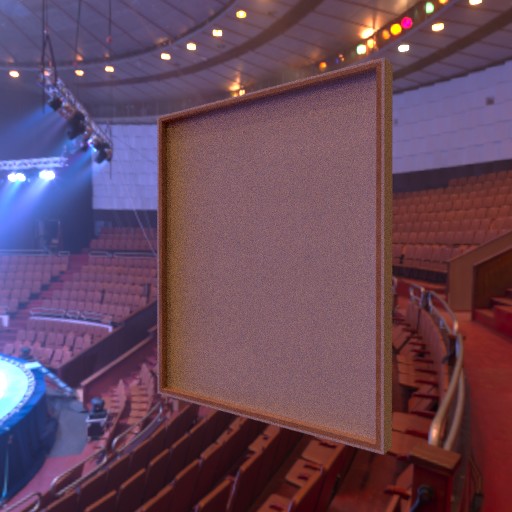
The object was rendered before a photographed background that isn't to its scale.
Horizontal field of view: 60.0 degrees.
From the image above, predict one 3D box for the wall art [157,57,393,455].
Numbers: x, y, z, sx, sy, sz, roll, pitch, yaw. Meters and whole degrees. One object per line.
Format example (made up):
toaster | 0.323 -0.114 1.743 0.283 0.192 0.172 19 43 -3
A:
wall art | 0.000 0.000 0.837 0.508 0.606 0.037 0 1 36
